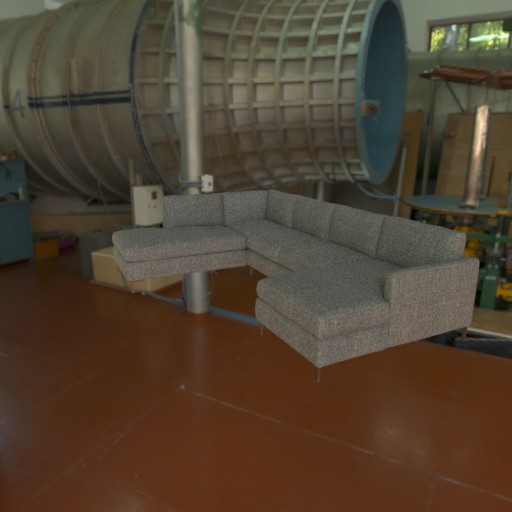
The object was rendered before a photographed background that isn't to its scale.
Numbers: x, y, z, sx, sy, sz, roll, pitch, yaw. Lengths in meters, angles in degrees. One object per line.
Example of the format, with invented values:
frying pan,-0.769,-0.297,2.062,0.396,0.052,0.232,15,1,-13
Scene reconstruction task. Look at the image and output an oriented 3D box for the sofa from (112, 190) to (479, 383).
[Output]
sofa,0.000,0.000,3.627,1.879,0.756,2.737,-7,17,-25
